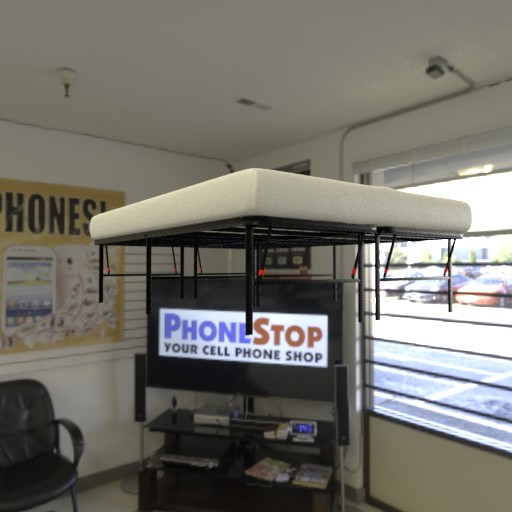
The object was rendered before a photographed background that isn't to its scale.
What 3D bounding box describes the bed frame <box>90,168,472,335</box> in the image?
[{"bbox_3d":[0.000,0.000,2.915,1.584,0.667,2.151,1,-2,-36],"label":"bed frame"}]
